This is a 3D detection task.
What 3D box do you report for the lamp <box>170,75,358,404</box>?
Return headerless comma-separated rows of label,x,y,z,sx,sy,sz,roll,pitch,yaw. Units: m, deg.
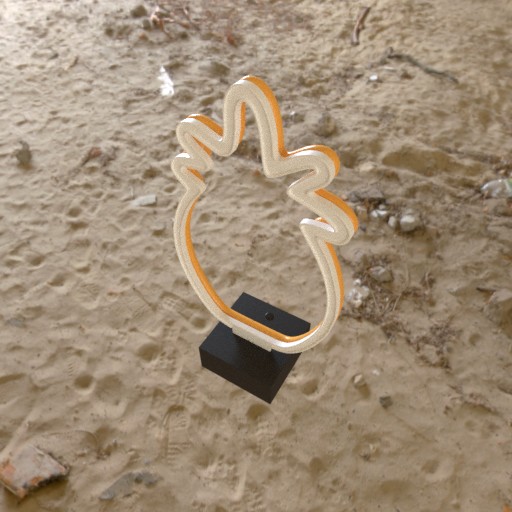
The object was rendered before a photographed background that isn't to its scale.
lamp,0.000,0.000,0.389,0.167,0.317,0.088,23,50,21
